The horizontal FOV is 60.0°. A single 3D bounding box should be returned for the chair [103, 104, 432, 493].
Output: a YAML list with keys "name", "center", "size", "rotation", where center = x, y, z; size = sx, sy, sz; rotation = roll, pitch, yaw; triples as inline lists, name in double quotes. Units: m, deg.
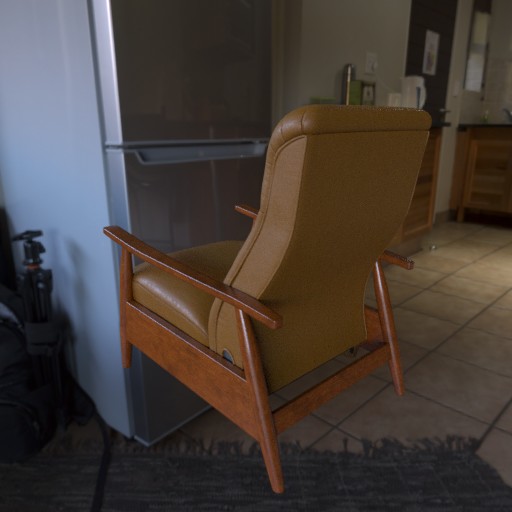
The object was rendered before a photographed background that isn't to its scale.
- name: "chair"
  center: [0.000, 0.000, 1.712]
  size: [0.762, 1.082, 1.014]
  rotation: [-15, 23, -41]
